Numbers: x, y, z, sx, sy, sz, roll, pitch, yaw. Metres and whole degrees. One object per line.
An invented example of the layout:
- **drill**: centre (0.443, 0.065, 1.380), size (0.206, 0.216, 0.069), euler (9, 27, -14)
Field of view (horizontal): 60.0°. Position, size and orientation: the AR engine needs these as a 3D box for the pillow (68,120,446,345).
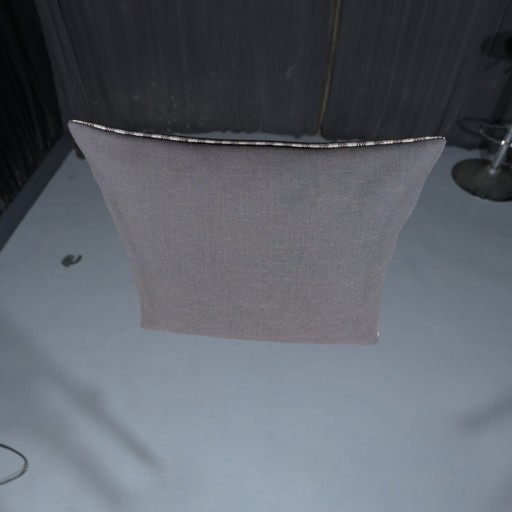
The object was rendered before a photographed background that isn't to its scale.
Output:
- **pillow**: centre (0.000, 0.000, 0.784), size (0.523, 0.506, 0.166), euler (3, 46, 3)
